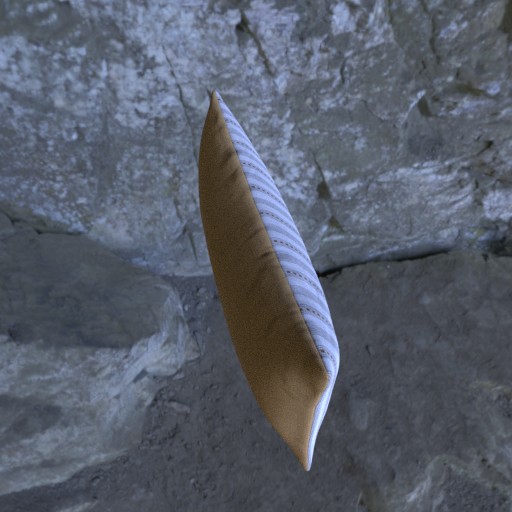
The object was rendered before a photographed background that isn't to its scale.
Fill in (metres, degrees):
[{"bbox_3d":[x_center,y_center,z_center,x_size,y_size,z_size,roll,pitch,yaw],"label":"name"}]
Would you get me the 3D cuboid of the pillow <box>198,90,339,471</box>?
[{"bbox_3d":[0.000,0.000,0.736,0.151,0.291,0.608,-11,48,-10],"label":"pillow"}]
